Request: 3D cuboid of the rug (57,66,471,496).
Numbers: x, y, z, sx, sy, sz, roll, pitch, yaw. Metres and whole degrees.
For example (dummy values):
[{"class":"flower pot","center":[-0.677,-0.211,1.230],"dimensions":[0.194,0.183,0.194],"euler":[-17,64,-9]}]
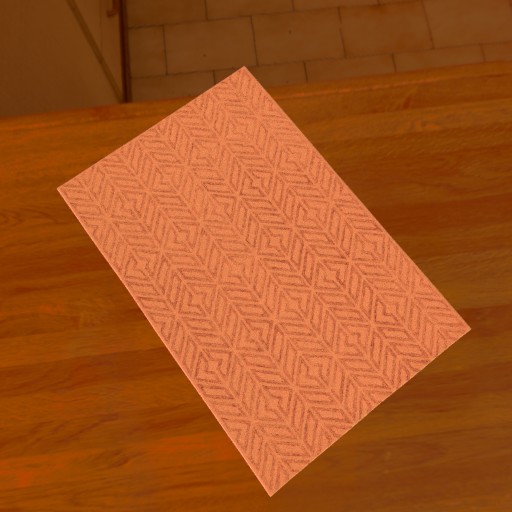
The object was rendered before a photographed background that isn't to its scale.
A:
[{"class":"rug","center":[0.000,0.000,2.223],"dimensions":[1.220,0.007,1.828],"euler":[-36,79,-8]}]
